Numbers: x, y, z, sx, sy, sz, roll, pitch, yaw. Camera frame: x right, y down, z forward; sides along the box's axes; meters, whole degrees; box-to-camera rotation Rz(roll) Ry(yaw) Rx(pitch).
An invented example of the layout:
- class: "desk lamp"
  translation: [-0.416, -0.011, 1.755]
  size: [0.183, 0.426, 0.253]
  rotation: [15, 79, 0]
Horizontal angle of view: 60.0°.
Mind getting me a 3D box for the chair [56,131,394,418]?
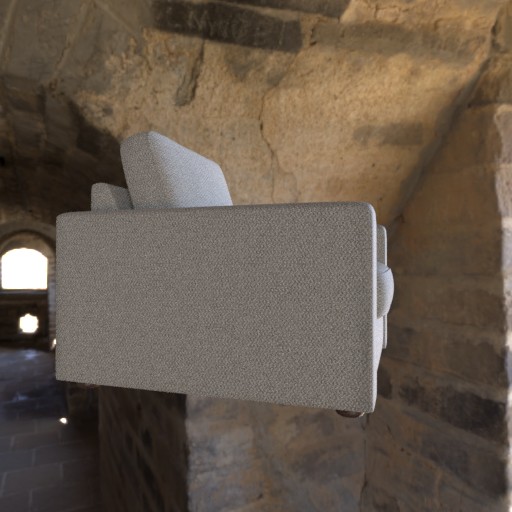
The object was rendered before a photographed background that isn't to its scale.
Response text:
- class: "chair"
  translation: [0.000, 0.000, 1.715]
  size: [1.016, 0.873, 1.005]
  rotation: [0, 0, 18]
